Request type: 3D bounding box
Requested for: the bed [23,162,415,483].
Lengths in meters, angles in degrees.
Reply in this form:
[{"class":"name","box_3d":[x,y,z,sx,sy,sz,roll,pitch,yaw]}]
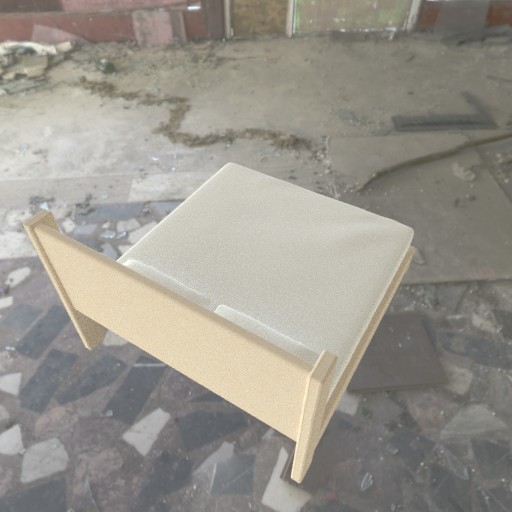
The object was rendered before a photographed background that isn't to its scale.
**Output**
[{"class":"bed","box_3d":[0.000,0.000,3.667,2.145,1.471,2.293,24,51,21]}]
